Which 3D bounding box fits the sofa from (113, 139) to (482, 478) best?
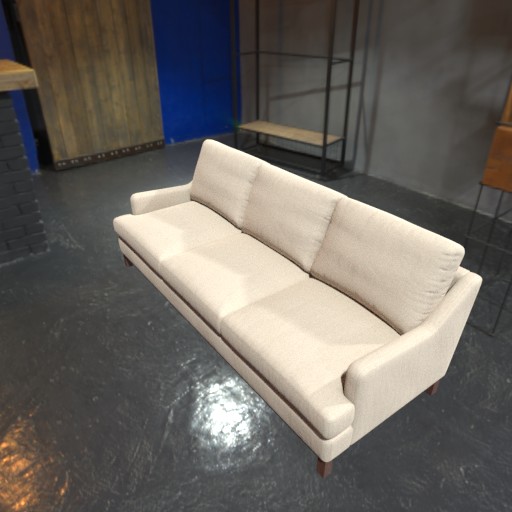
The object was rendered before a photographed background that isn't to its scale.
[{"bbox_3d":[0.000,0.000,2.765,1.000,0.913,2.321,-21,36,-31],"label":"sofa"}]
